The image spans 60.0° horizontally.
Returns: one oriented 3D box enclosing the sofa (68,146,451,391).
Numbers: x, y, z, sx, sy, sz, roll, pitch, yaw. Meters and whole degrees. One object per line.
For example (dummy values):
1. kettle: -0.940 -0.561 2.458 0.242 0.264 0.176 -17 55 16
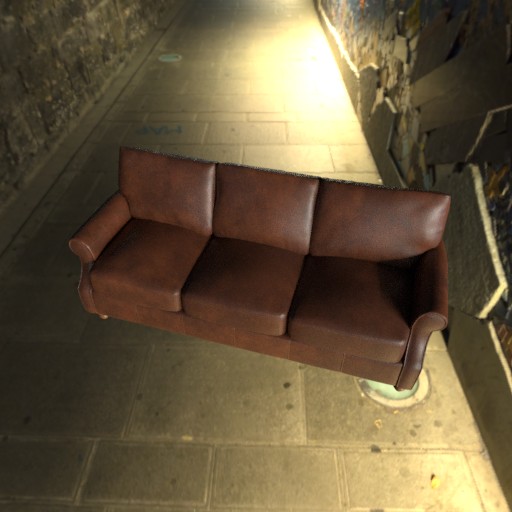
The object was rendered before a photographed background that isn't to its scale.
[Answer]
1. sofa: 0.000 0.000 2.911 2.351 0.977 0.973 11 41 13
